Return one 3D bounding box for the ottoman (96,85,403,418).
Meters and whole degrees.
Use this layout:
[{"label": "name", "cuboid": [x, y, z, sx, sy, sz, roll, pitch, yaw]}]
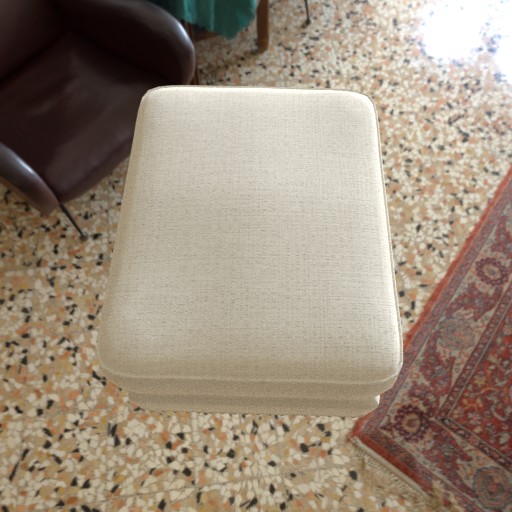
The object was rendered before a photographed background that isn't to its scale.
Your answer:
[{"label": "ottoman", "cuboid": [0.000, 0.000, 1.126, 0.589, 0.537, 0.738, 1, 65, 1]}]
